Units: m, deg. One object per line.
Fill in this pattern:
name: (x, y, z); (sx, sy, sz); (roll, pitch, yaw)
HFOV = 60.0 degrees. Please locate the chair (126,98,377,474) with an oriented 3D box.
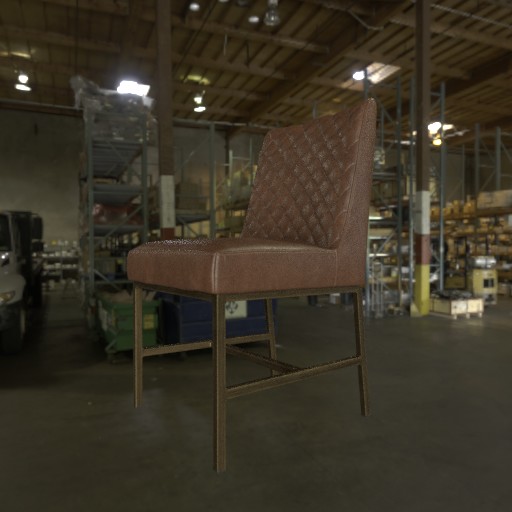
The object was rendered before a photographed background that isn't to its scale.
chair: (0.000, 0.000, 1.260); (0.587, 0.889, 0.508); (-1, 1, -36)
